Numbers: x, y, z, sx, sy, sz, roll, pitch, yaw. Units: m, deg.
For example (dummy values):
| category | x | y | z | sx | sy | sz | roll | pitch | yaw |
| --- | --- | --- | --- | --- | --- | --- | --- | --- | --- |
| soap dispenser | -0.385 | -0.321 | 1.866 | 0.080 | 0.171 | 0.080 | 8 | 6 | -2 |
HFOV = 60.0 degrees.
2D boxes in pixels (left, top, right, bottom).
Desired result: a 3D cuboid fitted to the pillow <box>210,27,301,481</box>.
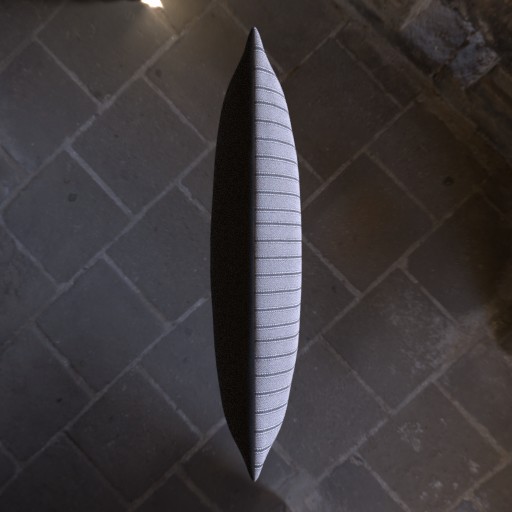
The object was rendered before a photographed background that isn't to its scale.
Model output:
| category | x | y | z | sx | sy | sz | roll | pitch | yaw |
| --- | --- | --- | --- | --- | --- | --- | --- | --- | --- |
| pillow | 0.000 | 0.000 | 0.737 | 0.151 | 0.305 | 0.609 | 0 | 90 | 2 |
